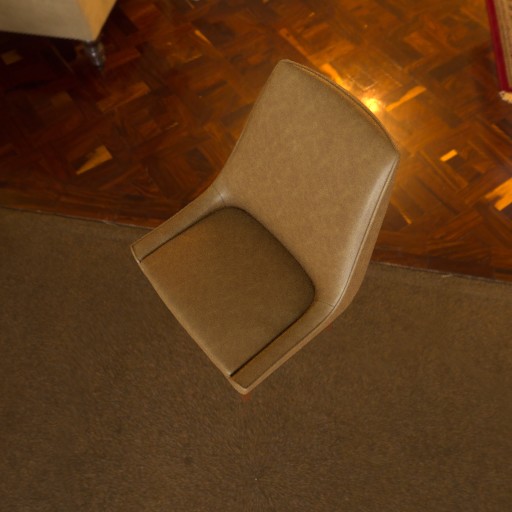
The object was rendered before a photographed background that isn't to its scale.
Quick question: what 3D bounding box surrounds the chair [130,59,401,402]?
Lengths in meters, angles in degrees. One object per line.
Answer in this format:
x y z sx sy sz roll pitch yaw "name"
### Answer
0.000 0.000 1.237 0.544 0.861 0.529 -37 69 -17 "chair"
